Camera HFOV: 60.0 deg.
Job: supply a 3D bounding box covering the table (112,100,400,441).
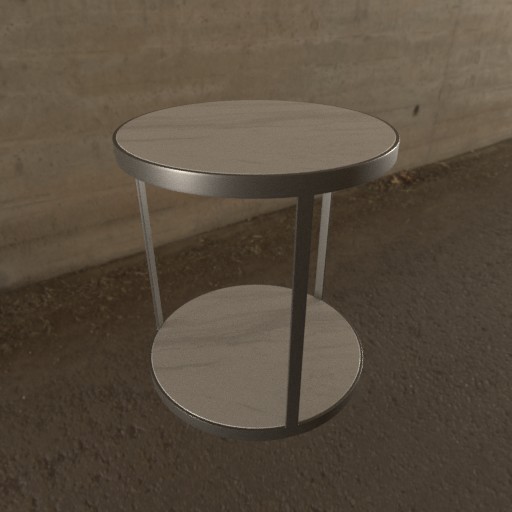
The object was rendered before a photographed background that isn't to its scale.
[{"bbox_3d":[0.000,0.000,0.832,0.445,0.479,0.445,0,30,0],"label":"table"}]
